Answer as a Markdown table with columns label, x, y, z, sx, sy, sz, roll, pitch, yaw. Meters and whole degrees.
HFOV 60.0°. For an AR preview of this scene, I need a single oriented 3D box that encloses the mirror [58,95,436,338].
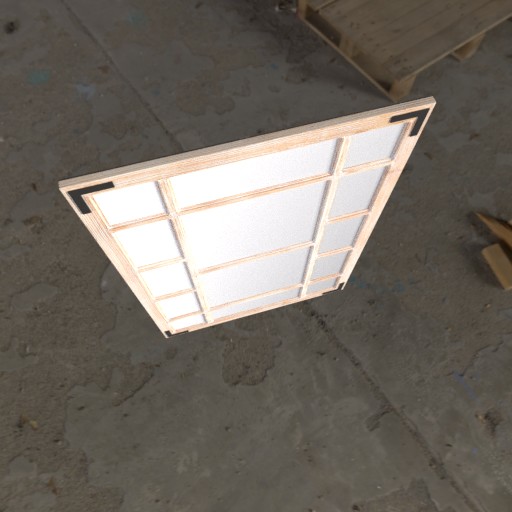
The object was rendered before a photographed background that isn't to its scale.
| label | x | y | z | sx | sy | sz | roll | pitch | yaw |
| --- | --- | --- | --- | --- | --- | --- | --- | --- | --- |
| mirror | 0.000 | 0.000 | 1.251 | 0.705 | 0.996 | 0.025 | -15 | 66 | -7 |
